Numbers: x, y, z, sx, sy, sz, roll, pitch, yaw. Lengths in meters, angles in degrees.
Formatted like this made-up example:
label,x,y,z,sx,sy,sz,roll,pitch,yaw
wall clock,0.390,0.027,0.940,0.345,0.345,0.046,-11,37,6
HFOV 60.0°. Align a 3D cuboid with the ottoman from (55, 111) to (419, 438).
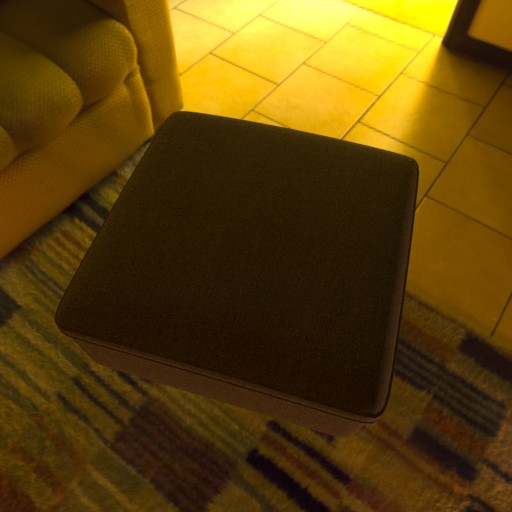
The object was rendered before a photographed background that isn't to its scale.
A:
label,x,y,z,sx,sy,sz,roll,pitch,yaw
ottoman,0.000,0.000,1.719,1.067,0.559,1.067,14,59,9
